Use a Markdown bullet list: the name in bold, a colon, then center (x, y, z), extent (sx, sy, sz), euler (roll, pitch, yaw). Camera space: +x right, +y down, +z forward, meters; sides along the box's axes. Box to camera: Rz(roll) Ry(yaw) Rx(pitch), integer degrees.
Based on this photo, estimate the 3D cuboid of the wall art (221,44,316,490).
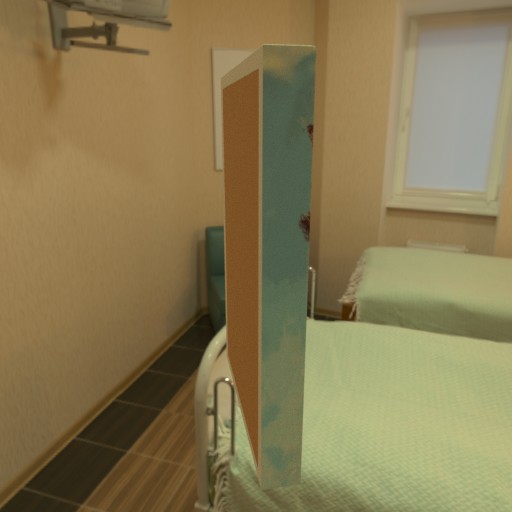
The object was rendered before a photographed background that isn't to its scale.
- **wall art**: center (0.000, 0.000, 0.478), extent (0.039, 0.380, 0.251), euler (-3, 17, -10)
